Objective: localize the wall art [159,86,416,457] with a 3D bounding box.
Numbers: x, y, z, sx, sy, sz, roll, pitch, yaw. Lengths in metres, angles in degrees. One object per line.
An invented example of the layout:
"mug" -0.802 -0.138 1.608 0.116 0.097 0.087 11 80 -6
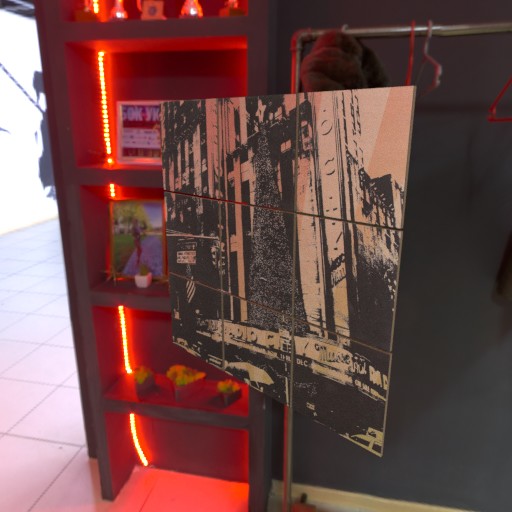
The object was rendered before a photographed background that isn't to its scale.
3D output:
"wall art" 0.000 0.000 2.237 1.527 1.521 0.017 15 22 42
